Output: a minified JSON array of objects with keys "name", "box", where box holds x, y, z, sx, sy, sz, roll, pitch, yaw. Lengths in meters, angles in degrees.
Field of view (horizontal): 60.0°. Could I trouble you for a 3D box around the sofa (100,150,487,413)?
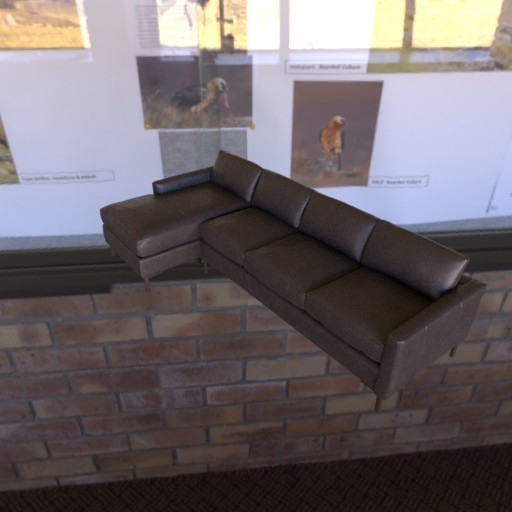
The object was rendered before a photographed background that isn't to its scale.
[{"name":"sofa","box":[0.000,0.000,3.586,1.471,0.859,2.993,-22,37,-32]}]
